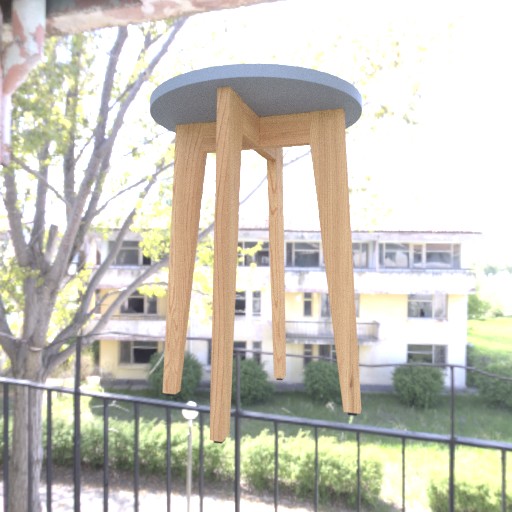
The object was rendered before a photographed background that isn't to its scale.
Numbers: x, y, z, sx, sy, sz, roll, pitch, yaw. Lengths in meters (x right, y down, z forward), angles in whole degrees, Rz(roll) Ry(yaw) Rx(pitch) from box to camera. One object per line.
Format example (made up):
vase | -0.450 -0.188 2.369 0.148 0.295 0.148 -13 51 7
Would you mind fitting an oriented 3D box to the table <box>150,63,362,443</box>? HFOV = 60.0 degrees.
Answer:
table | 0.000 0.000 0.750 0.350 0.500 0.350 0 0 0
